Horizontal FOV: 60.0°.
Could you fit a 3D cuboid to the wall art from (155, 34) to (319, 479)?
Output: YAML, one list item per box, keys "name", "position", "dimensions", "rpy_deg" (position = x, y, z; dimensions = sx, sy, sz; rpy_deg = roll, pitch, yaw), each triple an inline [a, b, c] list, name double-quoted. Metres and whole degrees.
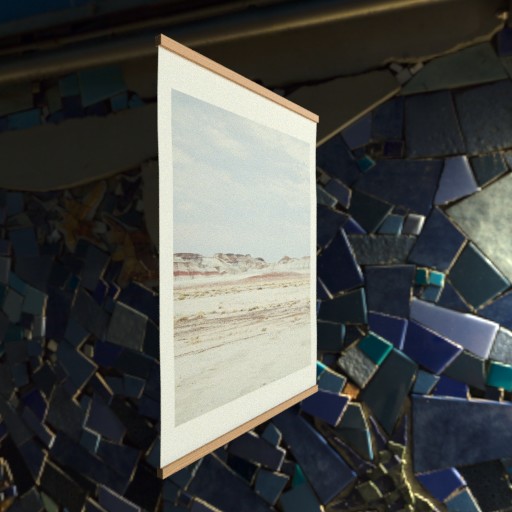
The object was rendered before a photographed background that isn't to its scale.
- name: "wall art"
  position: [0.000, 0.000, 0.793]
  dimensions: [0.011, 0.605, 0.458]
  rpy_deg: [1, 1, 35]
